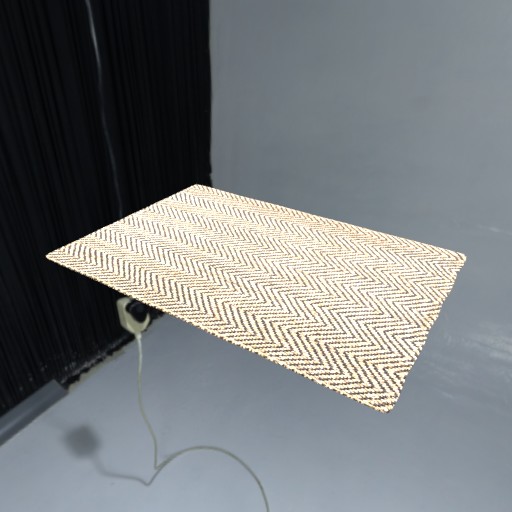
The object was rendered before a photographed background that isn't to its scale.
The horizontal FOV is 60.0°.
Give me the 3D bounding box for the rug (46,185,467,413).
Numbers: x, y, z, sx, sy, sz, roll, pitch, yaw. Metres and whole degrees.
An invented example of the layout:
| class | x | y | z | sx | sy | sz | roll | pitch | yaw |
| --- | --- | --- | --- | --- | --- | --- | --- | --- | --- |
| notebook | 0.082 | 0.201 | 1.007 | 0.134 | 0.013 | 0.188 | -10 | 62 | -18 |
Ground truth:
| class | x | y | z | sx | sy | sz | roll | pitch | yaw |
| --- | --- | --- | --- | --- | --- | --- | --- | --- | --- |
| rug | 0.000 | 0.000 | 2.293 | 1.828 | 0.008 | 1.219 | 18 | 35 | 28 |
